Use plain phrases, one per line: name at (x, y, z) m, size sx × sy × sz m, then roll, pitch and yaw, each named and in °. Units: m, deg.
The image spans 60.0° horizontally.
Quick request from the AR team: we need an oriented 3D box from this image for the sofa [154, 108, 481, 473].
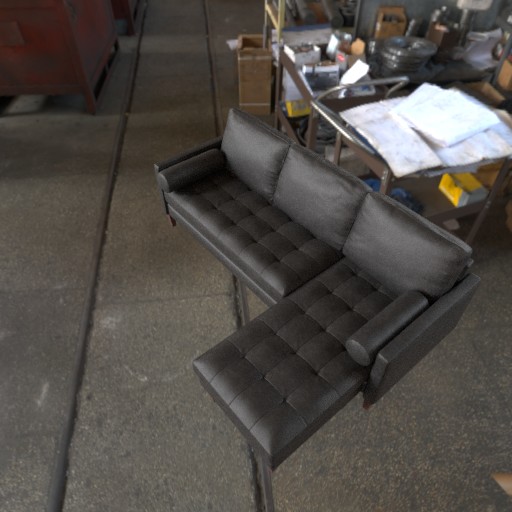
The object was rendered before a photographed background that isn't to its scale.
sofa at (0.000, 0.000, 2.839) m, size 1.497 × 0.876 × 2.178 m, roll -31°, pitch 54°, yaw -27°
